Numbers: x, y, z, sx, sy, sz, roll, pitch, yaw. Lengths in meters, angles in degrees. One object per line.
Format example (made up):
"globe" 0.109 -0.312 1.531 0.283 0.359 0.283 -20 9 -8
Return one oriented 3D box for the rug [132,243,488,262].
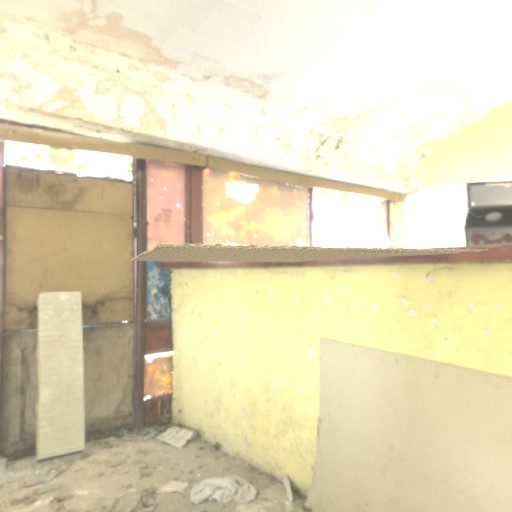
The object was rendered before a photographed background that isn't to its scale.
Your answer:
"rug" 0.000 0.000 3.230 1.664 0.029 2.615 1 -2 -18
